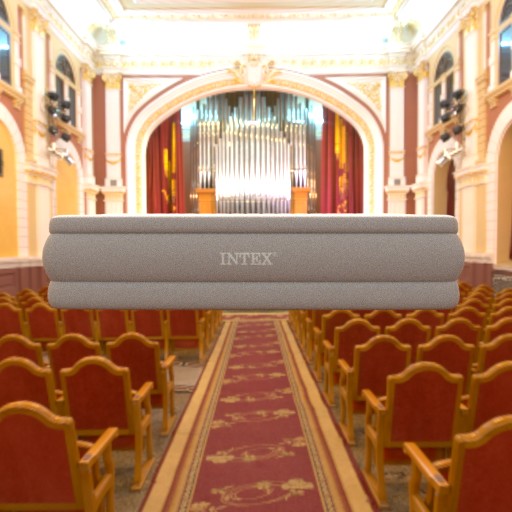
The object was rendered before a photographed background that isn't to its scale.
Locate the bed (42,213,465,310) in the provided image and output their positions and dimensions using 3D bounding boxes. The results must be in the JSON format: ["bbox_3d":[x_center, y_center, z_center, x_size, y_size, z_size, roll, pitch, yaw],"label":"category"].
[{"bbox_3d":[0.000,0.000,2.733,2.036,0.460,1.520,0,2,0],"label":"bed"}]
